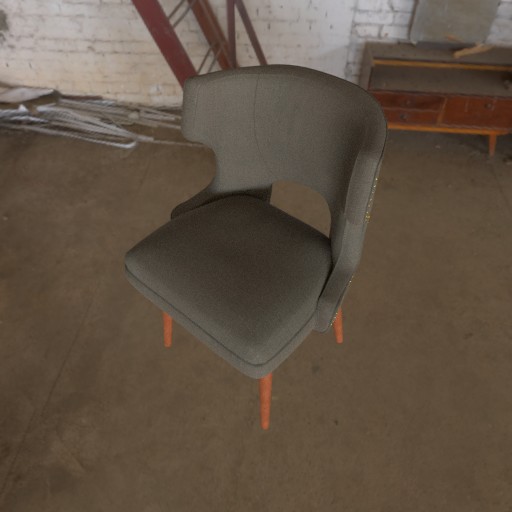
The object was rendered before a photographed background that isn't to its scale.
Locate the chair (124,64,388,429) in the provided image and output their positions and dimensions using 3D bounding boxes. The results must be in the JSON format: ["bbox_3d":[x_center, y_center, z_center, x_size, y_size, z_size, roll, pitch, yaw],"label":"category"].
[{"bbox_3d":[0.000,0.000,1.257,0.595,0.863,0.581,32,54,27],"label":"chair"}]
